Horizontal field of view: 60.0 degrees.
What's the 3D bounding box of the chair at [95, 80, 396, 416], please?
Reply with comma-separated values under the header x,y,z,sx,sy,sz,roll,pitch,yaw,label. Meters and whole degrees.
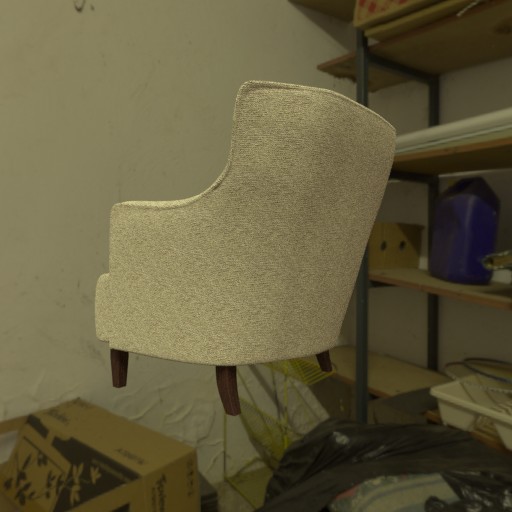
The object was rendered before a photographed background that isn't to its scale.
x,y,z,sx,sy,sz,roll,pitch,yaw,label
0.000,0.000,1.633,0.910,0.920,0.820,0,0,36,chair
